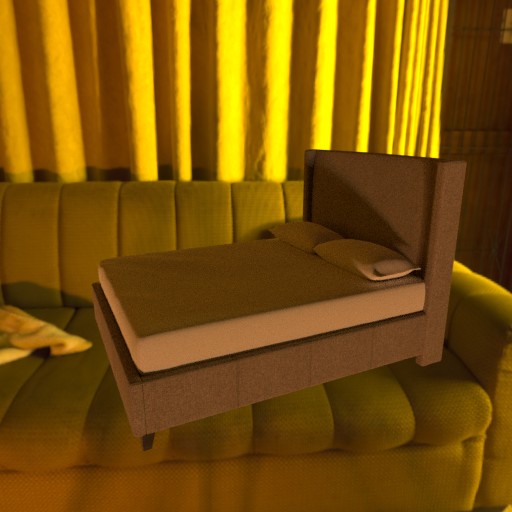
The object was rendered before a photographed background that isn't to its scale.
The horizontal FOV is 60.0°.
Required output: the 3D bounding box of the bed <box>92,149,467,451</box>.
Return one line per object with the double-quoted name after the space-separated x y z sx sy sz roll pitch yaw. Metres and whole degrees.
0.000 0.000 3.360 2.245 1.481 1.714 -8 18 -25 "bed"
